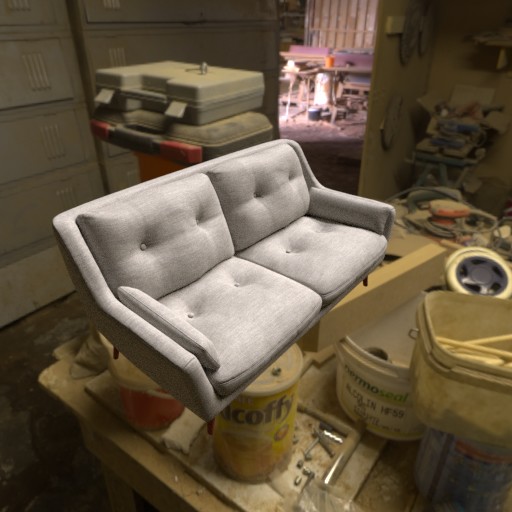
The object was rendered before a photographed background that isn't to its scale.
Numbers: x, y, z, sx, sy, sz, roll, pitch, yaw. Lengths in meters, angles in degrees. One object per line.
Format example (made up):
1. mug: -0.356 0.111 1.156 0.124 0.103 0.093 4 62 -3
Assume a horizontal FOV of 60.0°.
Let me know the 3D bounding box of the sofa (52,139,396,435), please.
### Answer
1. sofa: 0.000 0.000 2.529 0.976 0.897 1.930 21 35 33
